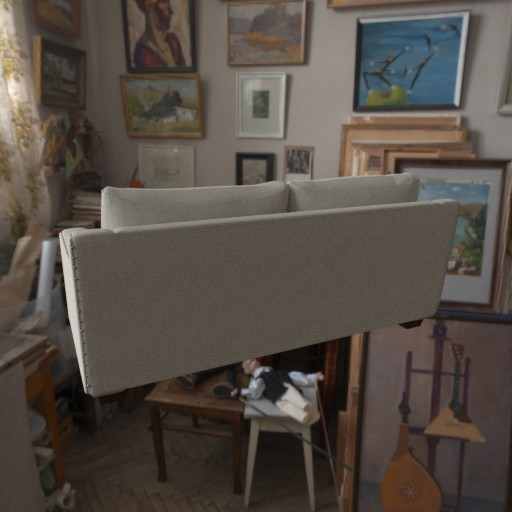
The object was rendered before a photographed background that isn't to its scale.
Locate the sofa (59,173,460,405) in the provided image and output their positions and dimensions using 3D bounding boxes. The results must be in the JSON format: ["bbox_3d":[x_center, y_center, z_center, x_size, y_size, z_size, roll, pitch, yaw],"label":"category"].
[{"bbox_3d":[0.000,0.000,2.672,2.107,0.983,1.104,-7,17,-25],"label":"sofa"}]
